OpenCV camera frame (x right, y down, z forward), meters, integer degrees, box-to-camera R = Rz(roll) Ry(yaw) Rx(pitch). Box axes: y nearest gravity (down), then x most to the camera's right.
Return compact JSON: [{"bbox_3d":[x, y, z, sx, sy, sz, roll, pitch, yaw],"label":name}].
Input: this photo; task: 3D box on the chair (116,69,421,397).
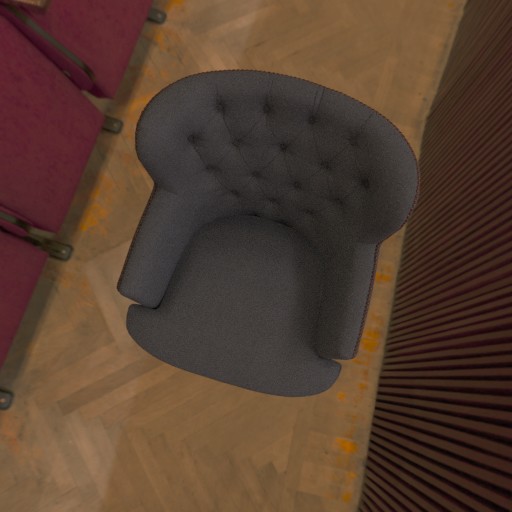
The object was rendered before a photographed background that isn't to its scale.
[{"bbox_3d":[0.000,0.000,1.595,0.848,0.868,0.906,15,75,4],"label":"chair"}]
